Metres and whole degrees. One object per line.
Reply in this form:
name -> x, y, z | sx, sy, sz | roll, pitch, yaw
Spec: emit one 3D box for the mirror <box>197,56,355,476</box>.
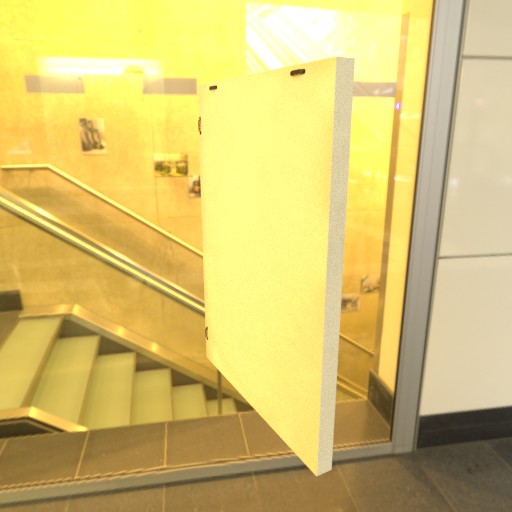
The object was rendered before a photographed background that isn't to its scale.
mirror -> 0.000, 0.000, 0.933 | 0.040, 0.710, 0.507 | -9, 18, -28
